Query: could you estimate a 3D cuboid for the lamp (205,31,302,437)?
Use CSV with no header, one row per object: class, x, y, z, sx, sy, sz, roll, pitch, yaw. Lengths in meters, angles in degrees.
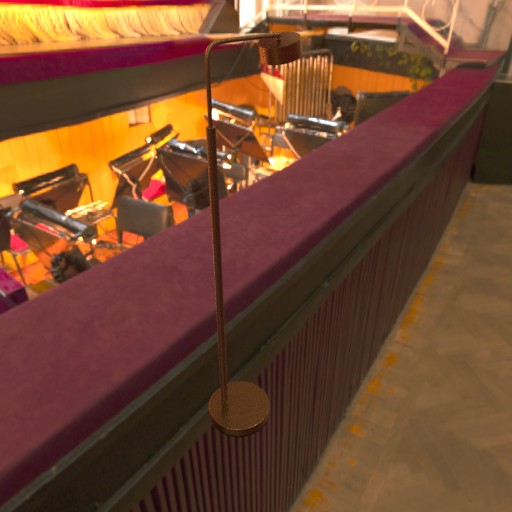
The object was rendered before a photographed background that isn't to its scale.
lamp,0.000,0.000,1.379,0.219,1.230,0.418,21,36,31
